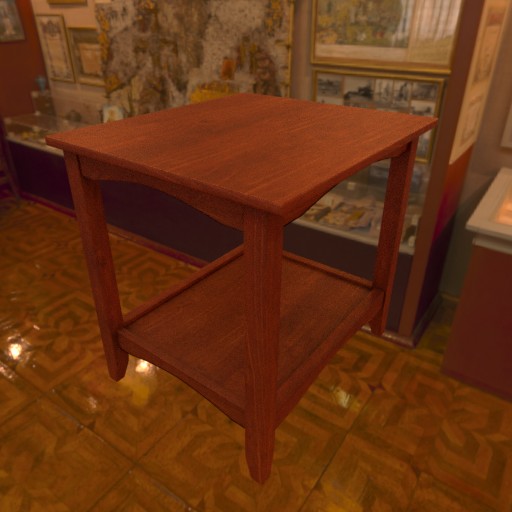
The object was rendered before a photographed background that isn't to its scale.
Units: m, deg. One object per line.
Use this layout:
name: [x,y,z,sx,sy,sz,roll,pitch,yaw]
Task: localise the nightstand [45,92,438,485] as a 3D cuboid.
nightstand: [0.000,0.000,0.967,0.501,0.558,0.558,21,35,32]
